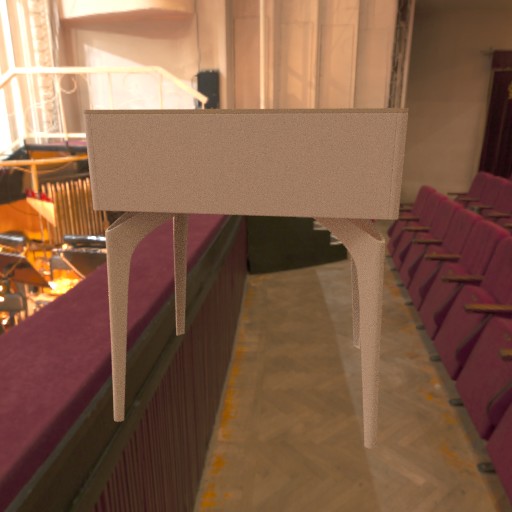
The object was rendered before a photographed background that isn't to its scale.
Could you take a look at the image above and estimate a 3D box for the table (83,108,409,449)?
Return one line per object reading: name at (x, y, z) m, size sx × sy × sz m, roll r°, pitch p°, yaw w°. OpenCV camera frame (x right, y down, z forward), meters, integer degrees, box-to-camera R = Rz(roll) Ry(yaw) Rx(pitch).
table at (0.000, 0.000, 0.924) m, size 0.500 × 0.570 × 0.400 m, roll 3°, pitch 17°, yaw 9°
